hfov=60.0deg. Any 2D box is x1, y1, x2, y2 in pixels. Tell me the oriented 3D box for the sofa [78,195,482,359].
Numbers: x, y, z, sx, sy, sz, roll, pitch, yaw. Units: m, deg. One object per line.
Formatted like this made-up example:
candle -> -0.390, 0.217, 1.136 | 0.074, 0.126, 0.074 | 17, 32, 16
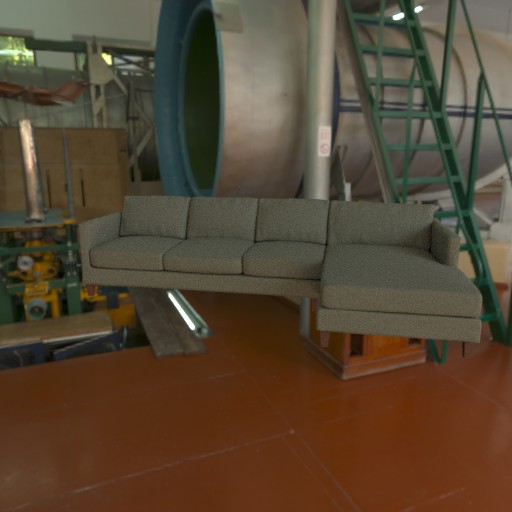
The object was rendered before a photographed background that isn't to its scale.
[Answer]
sofa -> 0.000, 0.000, 3.773 | 3.186, 0.861, 1.625 | 3, 14, 11
